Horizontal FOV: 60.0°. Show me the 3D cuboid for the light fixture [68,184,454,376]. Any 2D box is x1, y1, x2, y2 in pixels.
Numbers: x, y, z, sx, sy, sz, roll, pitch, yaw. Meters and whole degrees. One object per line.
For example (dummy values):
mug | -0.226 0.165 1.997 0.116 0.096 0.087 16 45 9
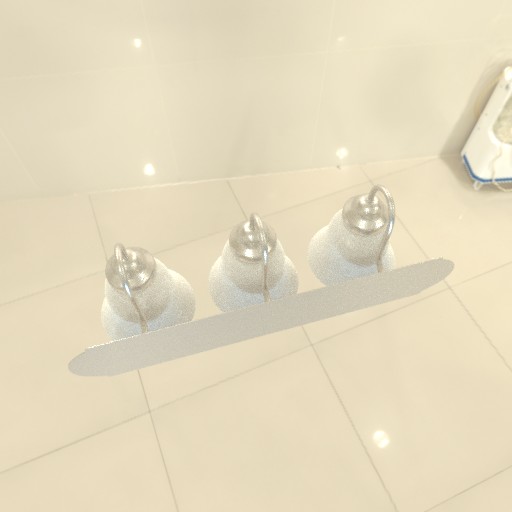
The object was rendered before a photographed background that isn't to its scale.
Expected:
light fixture | 0.000 0.000 0.708 0.610 0.222 0.199 -14 59 -8
